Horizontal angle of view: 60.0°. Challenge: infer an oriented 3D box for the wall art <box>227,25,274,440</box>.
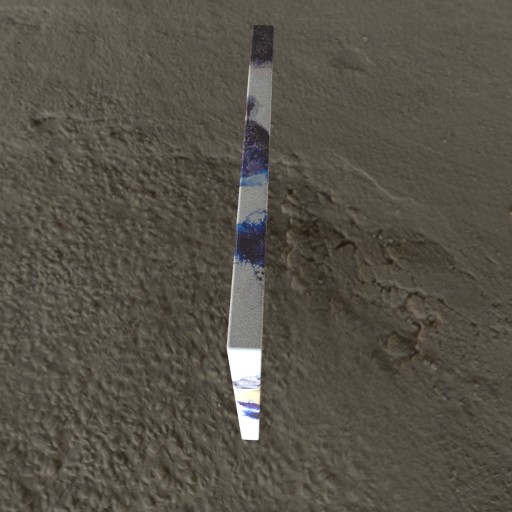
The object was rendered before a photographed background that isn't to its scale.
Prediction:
[{"bbox_3d":[0.000,0.000,0.903,0.039,0.609,0.609,2,59,1],"label":"wall art"}]
